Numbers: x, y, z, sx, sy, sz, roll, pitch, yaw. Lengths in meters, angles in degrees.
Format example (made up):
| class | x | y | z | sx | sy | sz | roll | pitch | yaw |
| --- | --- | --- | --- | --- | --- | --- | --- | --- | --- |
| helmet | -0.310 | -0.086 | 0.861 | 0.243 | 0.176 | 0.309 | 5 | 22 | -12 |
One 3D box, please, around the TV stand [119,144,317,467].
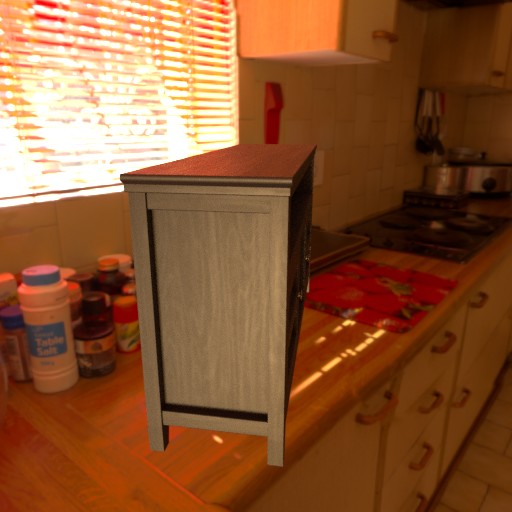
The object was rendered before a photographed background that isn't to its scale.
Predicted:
| class | x | y | z | sx | sy | sz | roll | pitch | yaw |
| --- | --- | --- | --- | --- | --- | --- | --- | --- | --- |
| TV stand | 0.000 | 0.000 | 1.511 | 0.347 | 0.681 | 1.198 | 3 | 17 | 9 |
